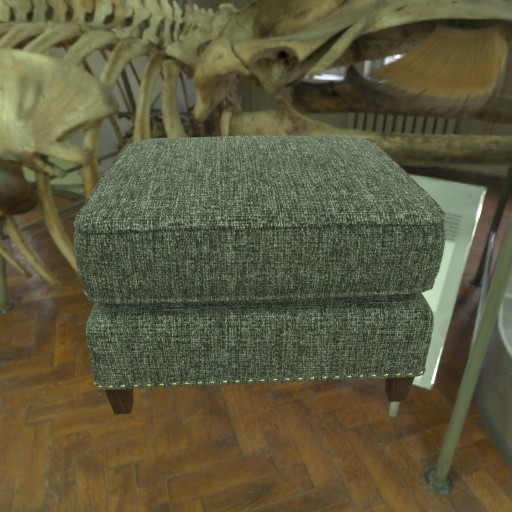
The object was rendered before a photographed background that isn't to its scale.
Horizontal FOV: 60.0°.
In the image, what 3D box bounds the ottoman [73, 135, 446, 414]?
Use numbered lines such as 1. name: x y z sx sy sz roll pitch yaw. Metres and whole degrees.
1. ottoman: 0.000 0.000 1.135 0.738 0.537 0.589 -2 30 -3
